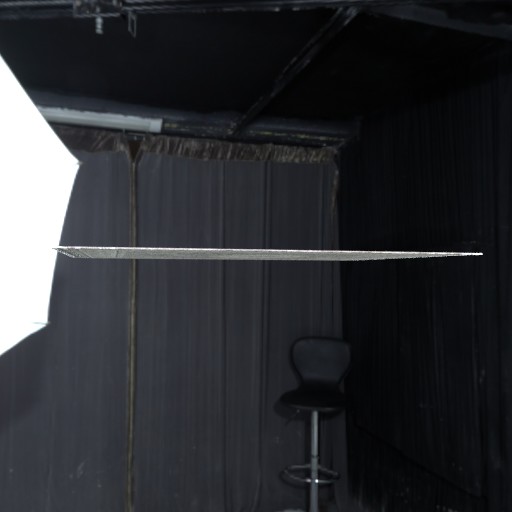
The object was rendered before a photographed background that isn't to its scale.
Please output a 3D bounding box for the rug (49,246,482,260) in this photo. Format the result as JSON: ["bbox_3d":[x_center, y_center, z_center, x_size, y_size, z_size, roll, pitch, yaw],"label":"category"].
[{"bbox_3d":[0.000,0.000,3.062,2.440,0.010,1.528,1,-2,-18],"label":"rug"}]
